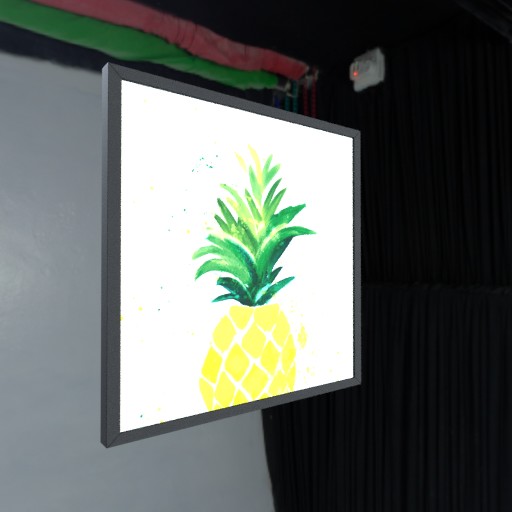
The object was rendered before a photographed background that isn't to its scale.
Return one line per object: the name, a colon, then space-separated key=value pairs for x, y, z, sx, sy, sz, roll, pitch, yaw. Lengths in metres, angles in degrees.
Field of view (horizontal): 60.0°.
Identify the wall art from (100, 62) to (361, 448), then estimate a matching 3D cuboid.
wall art: x=0.000 y=0.000 z=1.117 sx=0.762 sy=0.760 sz=0.037 roll=1 pitch=-1 yaw=-37
